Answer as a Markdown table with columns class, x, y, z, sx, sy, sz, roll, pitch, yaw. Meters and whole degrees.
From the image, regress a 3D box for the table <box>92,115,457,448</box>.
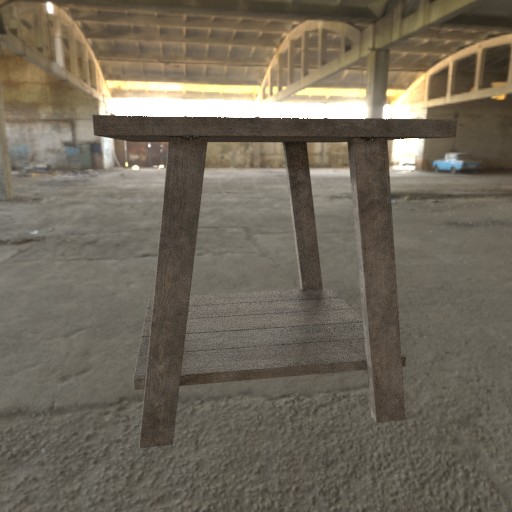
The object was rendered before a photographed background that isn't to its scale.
| class | x | y | z | sx | sy | sz | roll | pitch | yaw |
| --- | --- | --- | --- | --- | --- | --- | --- | --- | --- |
| table | 0.000 | 0.000 | 1.086 | 0.610 | 0.610 | 0.610 | -2 | 14 | -9 |
